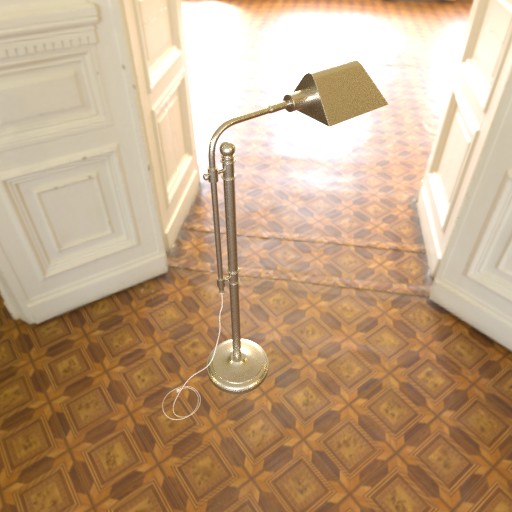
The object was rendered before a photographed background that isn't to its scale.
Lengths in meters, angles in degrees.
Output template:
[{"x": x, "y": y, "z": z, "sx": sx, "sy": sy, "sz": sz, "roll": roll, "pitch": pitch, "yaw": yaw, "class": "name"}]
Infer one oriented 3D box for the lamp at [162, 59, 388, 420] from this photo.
[{"x": 0.000, "y": 0.000, "z": 0.939, "sx": 0.546, "sy": 0.708, "sz": 0.159, "roll": -26, "pitch": 48, "yaw": -27, "class": "lamp"}]
